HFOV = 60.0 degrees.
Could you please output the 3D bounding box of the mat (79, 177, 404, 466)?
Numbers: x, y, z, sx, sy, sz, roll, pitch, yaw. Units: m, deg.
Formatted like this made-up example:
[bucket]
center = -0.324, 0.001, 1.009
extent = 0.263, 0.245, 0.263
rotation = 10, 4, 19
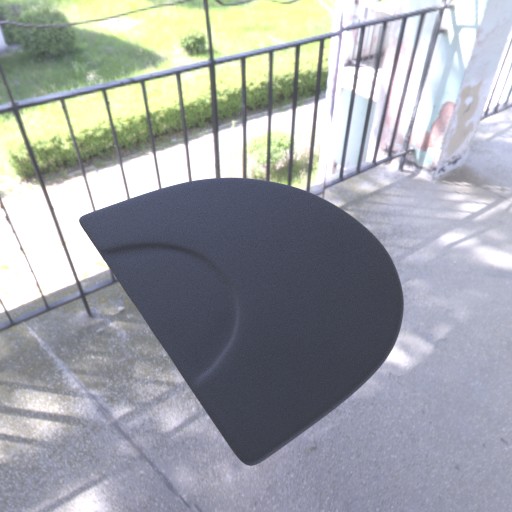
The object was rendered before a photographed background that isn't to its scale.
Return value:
[mat]
center = 0.000, 0.000, 1.612
extent = 0.917, 0.016, 1.220
rotation = -25, 48, -26
